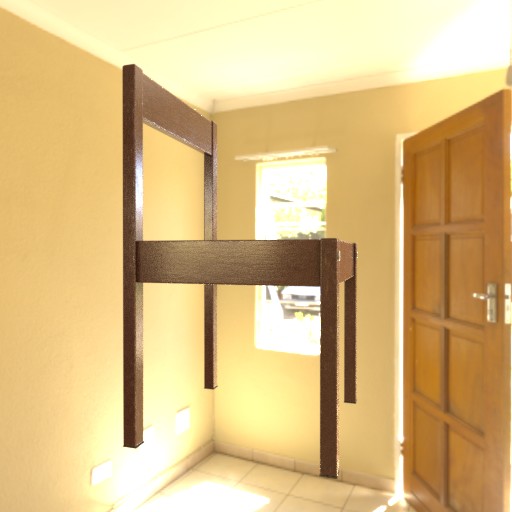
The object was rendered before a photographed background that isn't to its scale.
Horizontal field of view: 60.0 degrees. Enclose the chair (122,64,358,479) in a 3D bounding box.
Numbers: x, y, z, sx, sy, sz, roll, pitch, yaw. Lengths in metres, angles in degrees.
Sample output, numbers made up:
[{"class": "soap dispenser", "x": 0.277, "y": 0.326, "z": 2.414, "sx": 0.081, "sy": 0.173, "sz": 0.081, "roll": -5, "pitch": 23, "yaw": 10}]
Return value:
[{"class": "chair", "x": 0.000, "y": 0.000, "z": 0.680, "sx": 0.285, "sy": 0.505, "sz": 0.285, "roll": 0, "pitch": 0, "yaw": 17}]
